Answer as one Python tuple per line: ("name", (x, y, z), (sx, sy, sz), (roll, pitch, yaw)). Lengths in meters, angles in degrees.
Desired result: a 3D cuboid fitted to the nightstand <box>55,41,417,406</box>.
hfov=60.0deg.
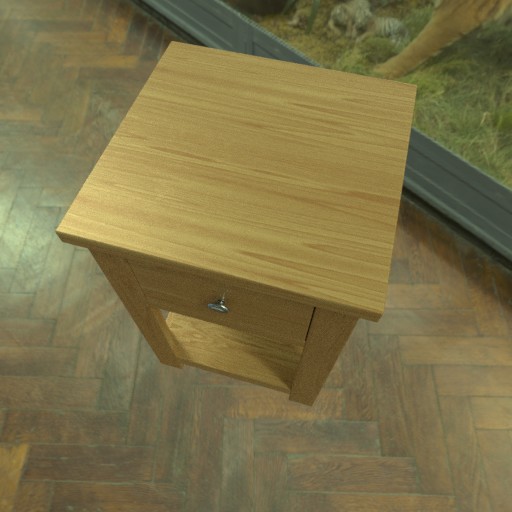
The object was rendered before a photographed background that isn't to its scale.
("nightstand", (0.000, 0.000, 0.912), (0.428, 0.614, 0.418), (14, 61, 8))
